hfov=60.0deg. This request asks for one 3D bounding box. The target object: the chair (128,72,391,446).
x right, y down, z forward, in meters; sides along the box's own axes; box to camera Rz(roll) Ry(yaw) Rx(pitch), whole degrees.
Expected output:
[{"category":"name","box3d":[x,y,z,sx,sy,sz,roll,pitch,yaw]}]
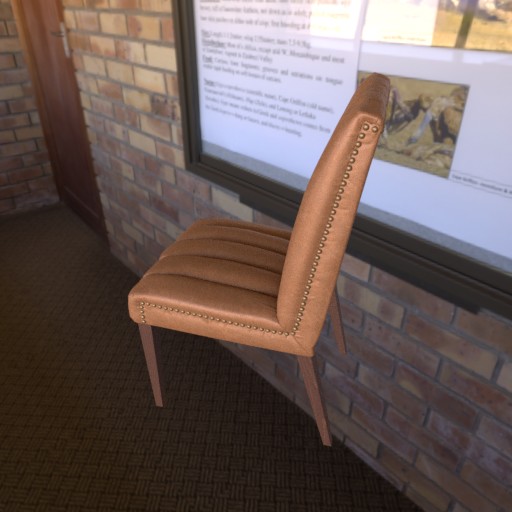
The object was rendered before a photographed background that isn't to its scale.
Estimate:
[{"category":"chair","box3d":[0.000,0.000,1.356,0.647,1.016,0.511,8,32,14]}]
